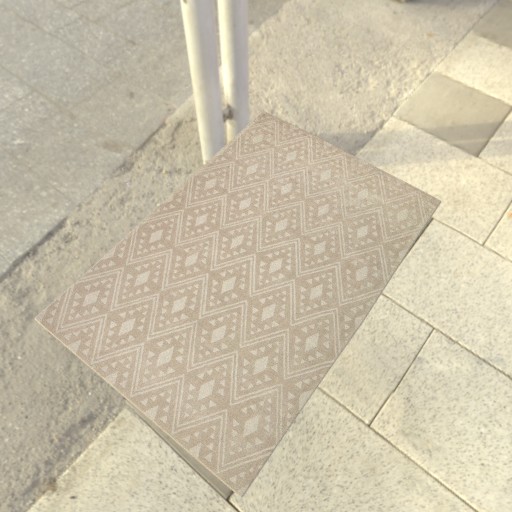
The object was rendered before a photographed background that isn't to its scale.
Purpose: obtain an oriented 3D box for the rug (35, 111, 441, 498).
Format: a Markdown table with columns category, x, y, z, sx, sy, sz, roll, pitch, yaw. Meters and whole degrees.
| category | x | y | z | sx | sy | sz | roll | pitch | yaw |
| --- | --- | --- | --- | --- | --- | --- | --- | --- | --- |
| rug | 0.000 | 0.000 | 2.291 | 1.252 | 0.034 | 1.829 | 33 | 64 | 18 |
